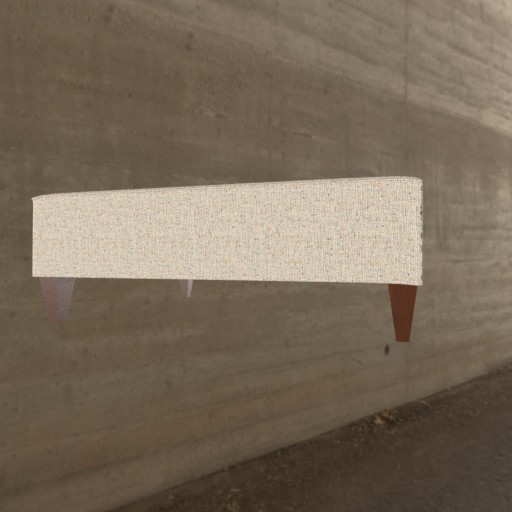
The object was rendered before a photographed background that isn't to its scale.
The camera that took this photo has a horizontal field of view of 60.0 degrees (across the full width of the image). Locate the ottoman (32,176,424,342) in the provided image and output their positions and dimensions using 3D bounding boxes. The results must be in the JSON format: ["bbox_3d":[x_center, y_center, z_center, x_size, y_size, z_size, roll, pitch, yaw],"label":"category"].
[{"bbox_3d":[0.000,0.000,1.224,0.835,0.303,0.736,0,0,18],"label":"ottoman"}]
